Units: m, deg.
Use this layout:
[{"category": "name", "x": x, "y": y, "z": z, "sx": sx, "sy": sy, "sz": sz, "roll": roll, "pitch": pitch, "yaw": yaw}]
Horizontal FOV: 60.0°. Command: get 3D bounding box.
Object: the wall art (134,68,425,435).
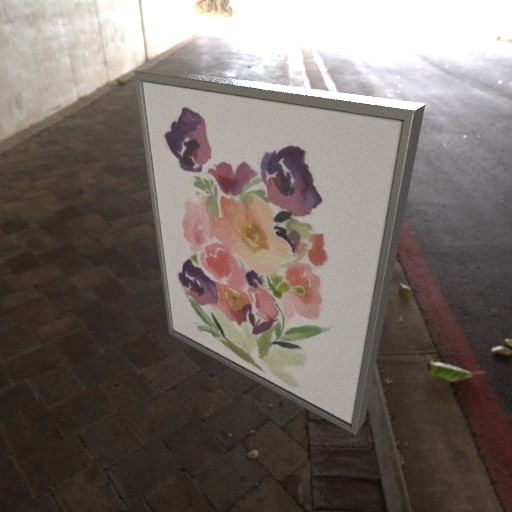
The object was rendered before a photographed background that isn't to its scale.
[{"category": "wall art", "x": 0.000, "y": 0.000, "z": 0.751, "sx": 0.452, "sy": 0.549, "sz": 0.038, "roll": 20, "pitch": 37, "yaw": 30}]
